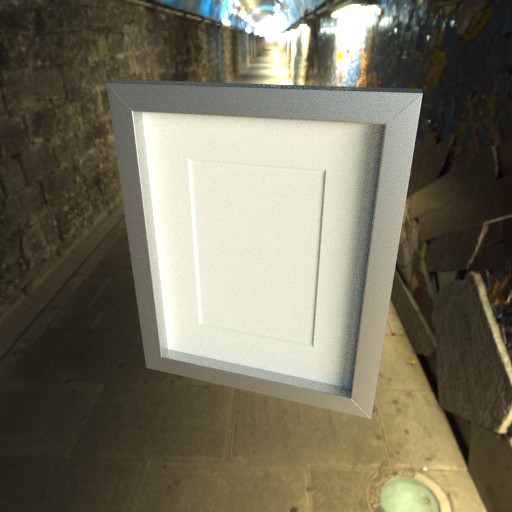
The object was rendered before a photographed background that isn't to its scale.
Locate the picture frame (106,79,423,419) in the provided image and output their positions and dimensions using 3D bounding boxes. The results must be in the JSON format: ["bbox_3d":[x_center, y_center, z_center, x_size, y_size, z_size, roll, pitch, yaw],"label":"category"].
[{"bbox_3d":[0.000,0.000,0.390,0.233,0.282,0.036,8,28,16],"label":"picture frame"}]
